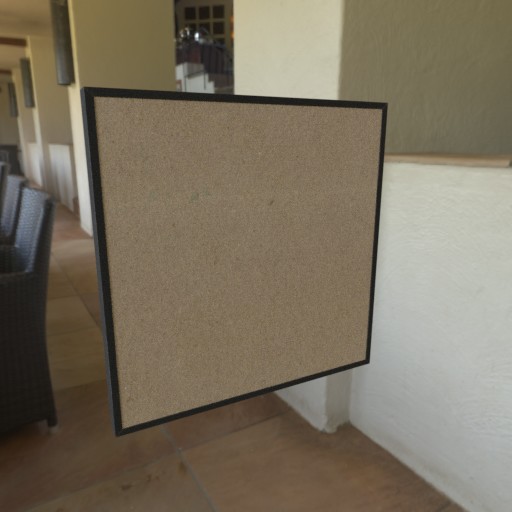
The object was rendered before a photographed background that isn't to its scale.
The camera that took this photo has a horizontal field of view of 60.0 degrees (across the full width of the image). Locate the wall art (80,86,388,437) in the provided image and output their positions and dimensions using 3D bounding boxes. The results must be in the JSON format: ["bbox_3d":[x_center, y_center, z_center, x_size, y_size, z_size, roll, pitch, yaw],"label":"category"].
[{"bbox_3d":[0.000,0.000,0.749,0.508,0.508,0.038,-7,16,-27],"label":"wall art"}]
